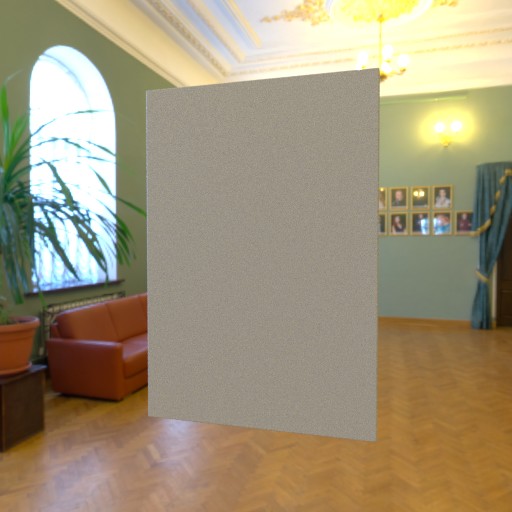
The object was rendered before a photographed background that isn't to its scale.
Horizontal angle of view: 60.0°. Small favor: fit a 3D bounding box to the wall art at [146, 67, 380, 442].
[{"bbox_3d":[0.000,0.000,1.044,0.556,0.813,0.026,0,2,15],"label":"wall art"}]
